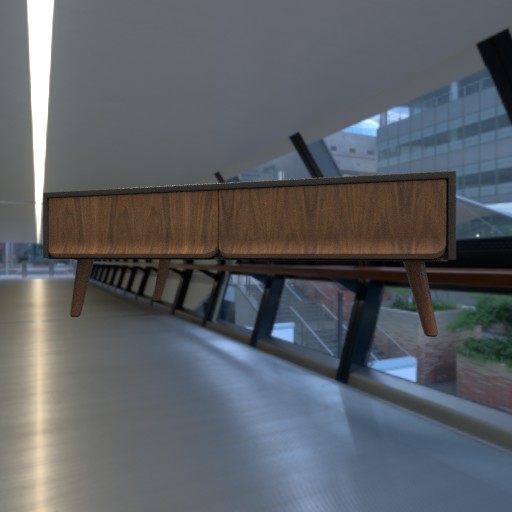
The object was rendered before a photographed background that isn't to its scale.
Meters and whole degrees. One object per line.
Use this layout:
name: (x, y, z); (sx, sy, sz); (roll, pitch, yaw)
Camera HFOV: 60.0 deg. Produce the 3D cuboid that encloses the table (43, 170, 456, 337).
table: (0.000, 0.000, 1.539); (1.201, 0.404, 0.703); (0, 0, 18)
